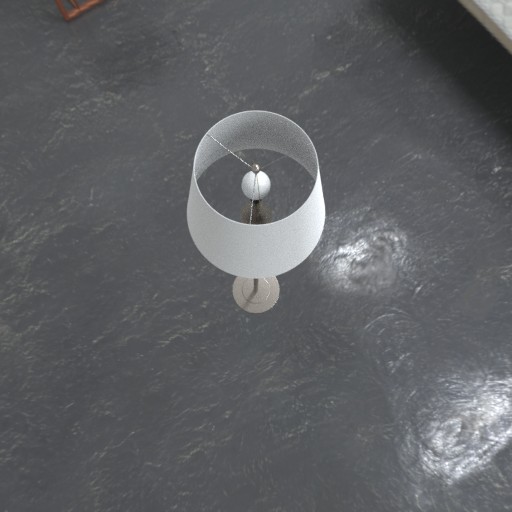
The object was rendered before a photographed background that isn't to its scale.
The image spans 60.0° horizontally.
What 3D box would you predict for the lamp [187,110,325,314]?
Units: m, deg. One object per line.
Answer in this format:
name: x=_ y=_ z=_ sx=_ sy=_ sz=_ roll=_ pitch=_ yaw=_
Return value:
lamp: x=0.000 y=0.000 z=1.603 sx=0.355 sy=1.473 sz=0.355 roll=0 pitch=76 yaw=0
